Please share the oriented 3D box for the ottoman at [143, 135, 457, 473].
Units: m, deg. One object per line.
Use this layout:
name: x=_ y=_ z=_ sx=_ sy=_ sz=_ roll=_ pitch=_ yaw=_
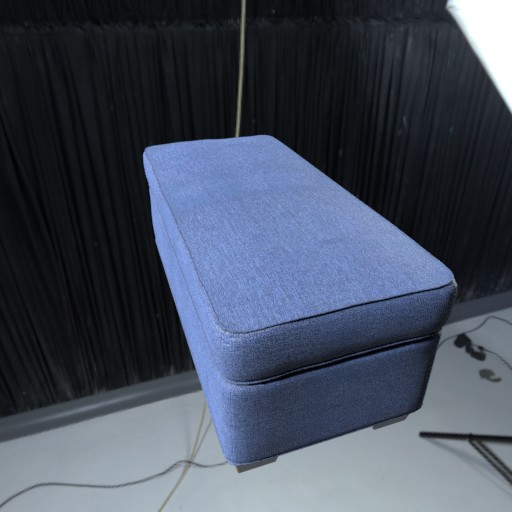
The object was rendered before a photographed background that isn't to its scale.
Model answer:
ottoman: x=0.000 y=0.000 z=1.348 sx=0.515 sy=0.460 sz=1.110 roll=-10 pitch=32 yaw=-16
